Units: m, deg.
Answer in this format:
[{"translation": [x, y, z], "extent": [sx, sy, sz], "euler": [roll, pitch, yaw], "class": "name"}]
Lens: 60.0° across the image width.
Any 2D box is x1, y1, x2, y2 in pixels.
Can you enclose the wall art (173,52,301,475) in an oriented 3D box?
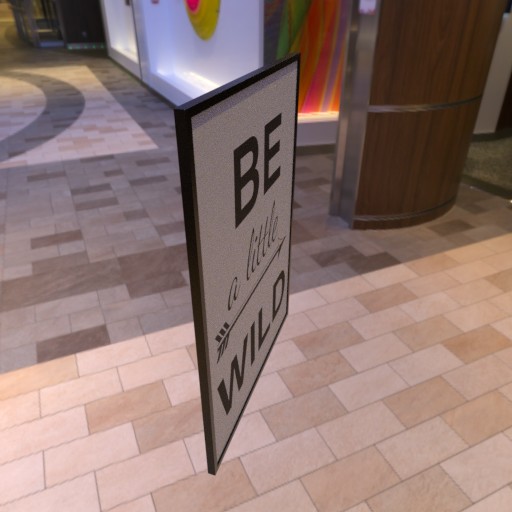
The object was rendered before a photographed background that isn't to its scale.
[{"translation": [0.000, 0.000, 0.751], "extent": [0.013, 0.582, 0.442], "euler": [10, 33, 16], "class": "wall art"}]
